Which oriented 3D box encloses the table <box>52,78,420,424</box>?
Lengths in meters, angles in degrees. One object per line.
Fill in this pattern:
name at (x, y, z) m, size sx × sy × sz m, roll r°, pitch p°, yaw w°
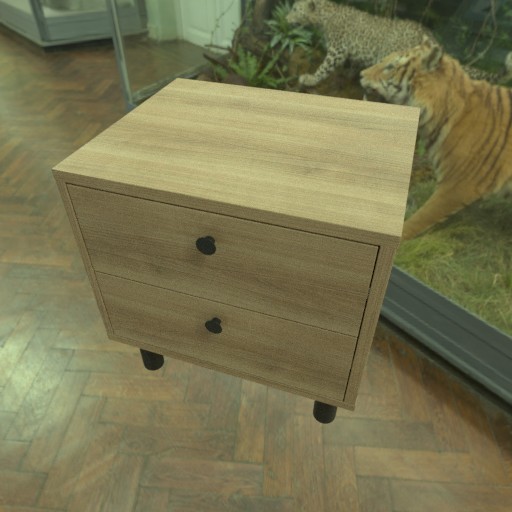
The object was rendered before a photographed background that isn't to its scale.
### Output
table at (0.000, 0.000, 0.799) m, size 0.445 × 0.460 × 0.380 m, roll 12°, pitch 42°, yaw 14°
